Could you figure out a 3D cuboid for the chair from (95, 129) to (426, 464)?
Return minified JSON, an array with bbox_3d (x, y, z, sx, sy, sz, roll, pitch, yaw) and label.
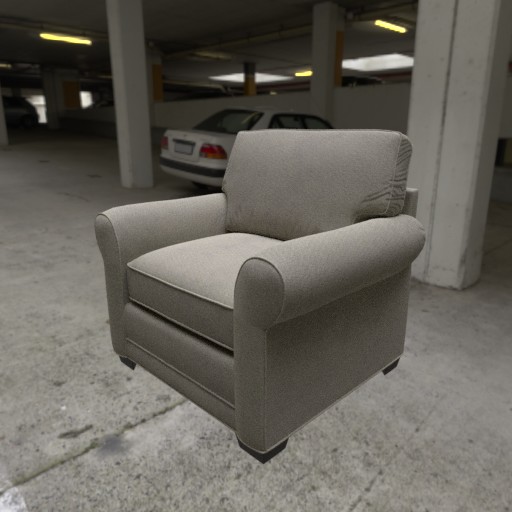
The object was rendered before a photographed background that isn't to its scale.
[{"bbox_3d":[0.000,0.000,1.896,0.939,1.044,1.147,-15,22,-43],"label":"chair"}]
